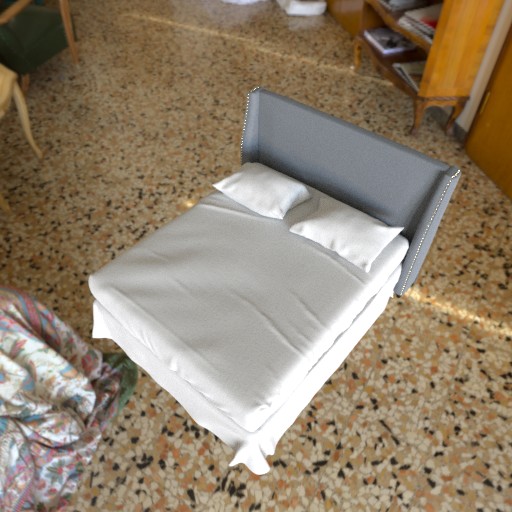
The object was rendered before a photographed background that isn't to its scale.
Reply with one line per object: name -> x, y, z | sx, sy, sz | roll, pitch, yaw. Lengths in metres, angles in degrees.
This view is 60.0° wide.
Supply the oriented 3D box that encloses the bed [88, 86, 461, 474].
bed -> 0.000, 0.000, 3.434 | 1.925, 1.332, 2.276 | 32, 55, 26
